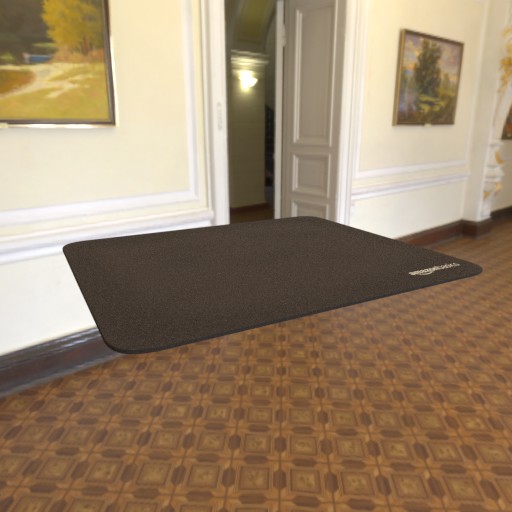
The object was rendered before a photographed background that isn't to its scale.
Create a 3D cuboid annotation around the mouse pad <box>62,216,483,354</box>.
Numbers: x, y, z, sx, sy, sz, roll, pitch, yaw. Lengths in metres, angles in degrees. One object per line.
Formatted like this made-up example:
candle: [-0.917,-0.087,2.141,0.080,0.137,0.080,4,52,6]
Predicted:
mouse pad: [0.000,0.000,0.328,0.249,0.002,0.211,-9,19,-27]
